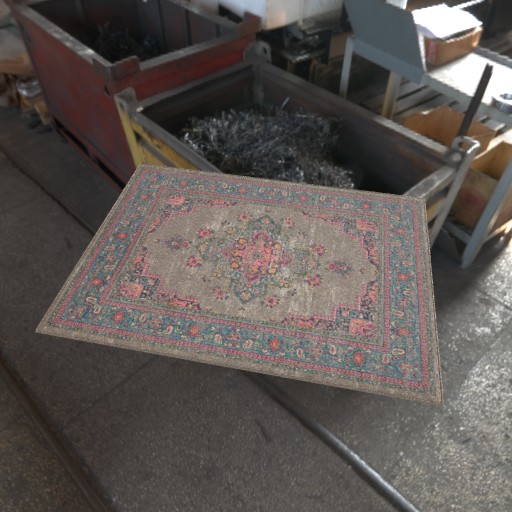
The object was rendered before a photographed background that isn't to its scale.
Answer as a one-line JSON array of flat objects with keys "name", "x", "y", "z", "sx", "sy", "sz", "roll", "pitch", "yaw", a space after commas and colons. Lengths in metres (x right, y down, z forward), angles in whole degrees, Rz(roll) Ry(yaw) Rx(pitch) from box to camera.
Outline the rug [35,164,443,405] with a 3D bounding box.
[{"name": "rug", "x": 0.000, "y": 0.000, "z": 2.870, "sx": 2.214, "sy": 0.013, "sz": 1.609, "roll": 8, "pitch": 48, "yaw": 8}]
